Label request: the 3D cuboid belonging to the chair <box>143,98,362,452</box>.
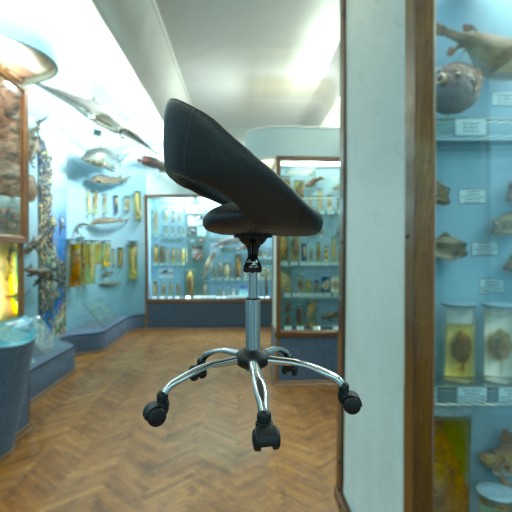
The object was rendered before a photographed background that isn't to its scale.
[{"bbox_3d":[0.000,0.000,1.185,0.538,0.791,0.612,0,1,0],"label":"chair"}]
